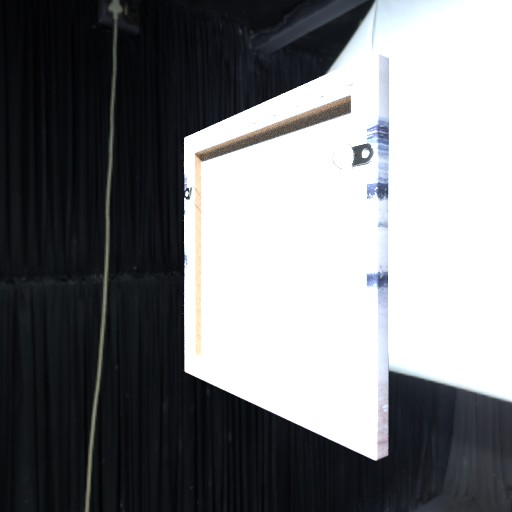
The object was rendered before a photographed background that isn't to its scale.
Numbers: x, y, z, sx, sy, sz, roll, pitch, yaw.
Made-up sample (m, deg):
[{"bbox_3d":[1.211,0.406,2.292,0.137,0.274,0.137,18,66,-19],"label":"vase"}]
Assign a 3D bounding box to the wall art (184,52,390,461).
[{"bbox_3d":[0.000,0.000,1.113,0.065,0.747,0.755,0,1,-36],"label":"wall art"}]
